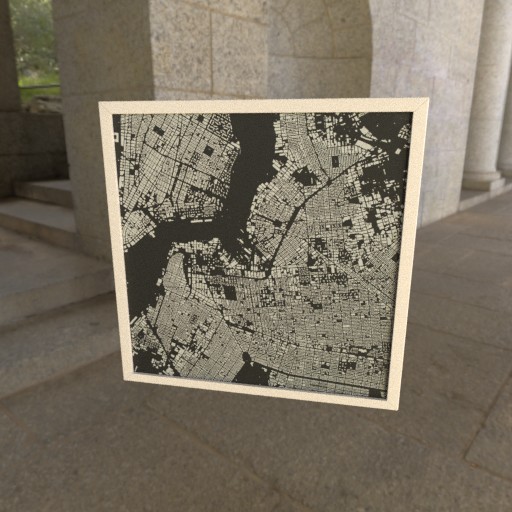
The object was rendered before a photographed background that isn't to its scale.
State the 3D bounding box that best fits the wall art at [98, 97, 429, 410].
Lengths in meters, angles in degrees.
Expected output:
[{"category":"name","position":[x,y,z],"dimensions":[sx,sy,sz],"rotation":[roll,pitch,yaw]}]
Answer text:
[{"category":"wall art","position":[0.000,0.000,0.461],"dimensions":[0.305,0.305,0.037],"rotation":[3,16,11]}]
